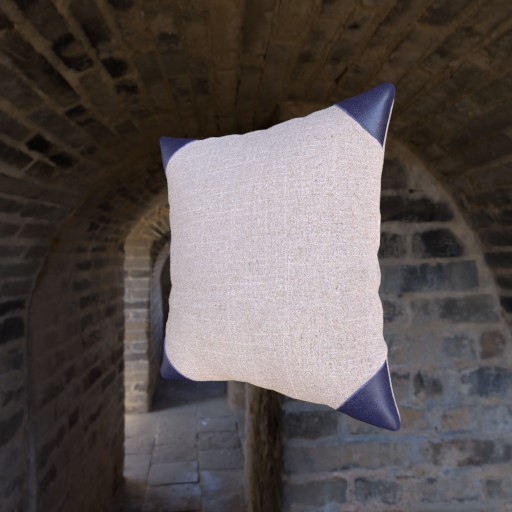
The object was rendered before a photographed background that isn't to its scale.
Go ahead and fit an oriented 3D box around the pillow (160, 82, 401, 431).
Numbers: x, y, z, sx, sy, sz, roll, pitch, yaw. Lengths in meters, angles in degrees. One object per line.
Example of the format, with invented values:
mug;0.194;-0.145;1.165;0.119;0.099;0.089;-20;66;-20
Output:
pillow;0.000;0.000;0.681;0.440;0.441;0.147;-1;-1;35
